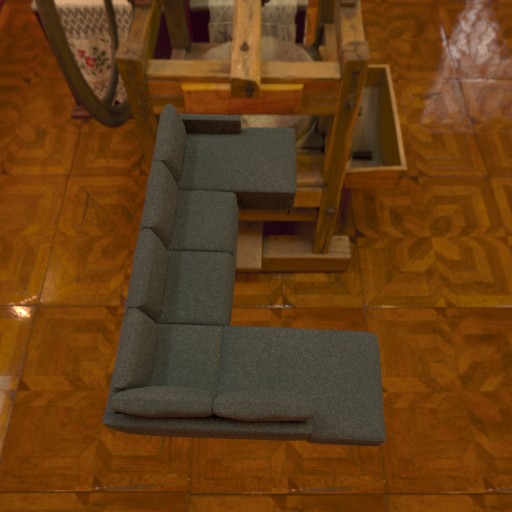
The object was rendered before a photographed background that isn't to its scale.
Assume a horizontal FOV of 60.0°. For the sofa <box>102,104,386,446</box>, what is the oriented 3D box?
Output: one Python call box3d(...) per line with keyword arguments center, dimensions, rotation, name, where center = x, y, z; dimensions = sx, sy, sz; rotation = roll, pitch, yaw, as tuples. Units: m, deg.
box3d(center=(0.000, 0.000, 3.852), dimensions=(2.007, 0.813, 2.956), rotation=(2, 63, 1), name="sofa")
